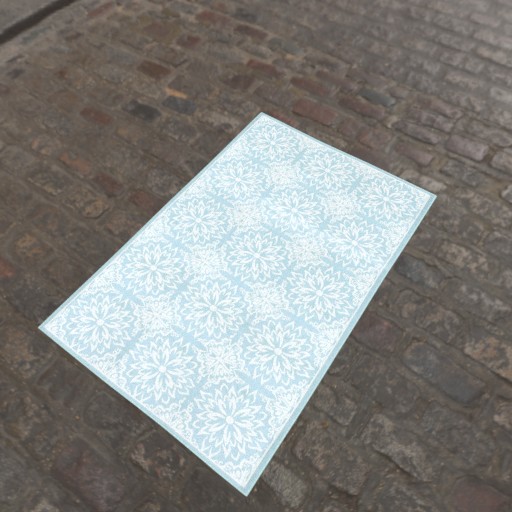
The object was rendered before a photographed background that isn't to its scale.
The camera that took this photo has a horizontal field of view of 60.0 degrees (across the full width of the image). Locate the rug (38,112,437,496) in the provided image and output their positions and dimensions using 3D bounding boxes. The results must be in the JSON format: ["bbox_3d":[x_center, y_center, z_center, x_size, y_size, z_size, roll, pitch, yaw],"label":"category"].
[{"bbox_3d":[0.000,0.000,2.301,1.219,0.012,1.840,31,63,18],"label":"rug"}]
